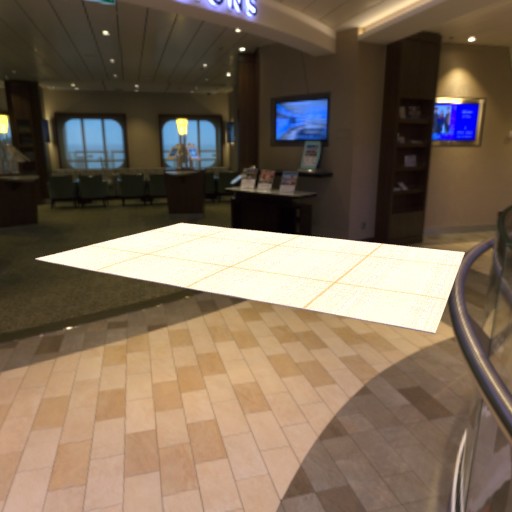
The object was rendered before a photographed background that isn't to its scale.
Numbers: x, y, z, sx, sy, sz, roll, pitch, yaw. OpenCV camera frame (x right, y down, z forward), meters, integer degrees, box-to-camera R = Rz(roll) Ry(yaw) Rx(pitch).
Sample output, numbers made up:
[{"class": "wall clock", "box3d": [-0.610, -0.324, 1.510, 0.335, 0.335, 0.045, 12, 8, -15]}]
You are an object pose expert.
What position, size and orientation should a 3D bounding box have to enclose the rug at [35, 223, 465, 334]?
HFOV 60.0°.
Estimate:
[{"class": "rug", "box3d": [0.000, 0.000, 2.964, 2.442, 0.016, 1.527, 8, 16, 28]}]
